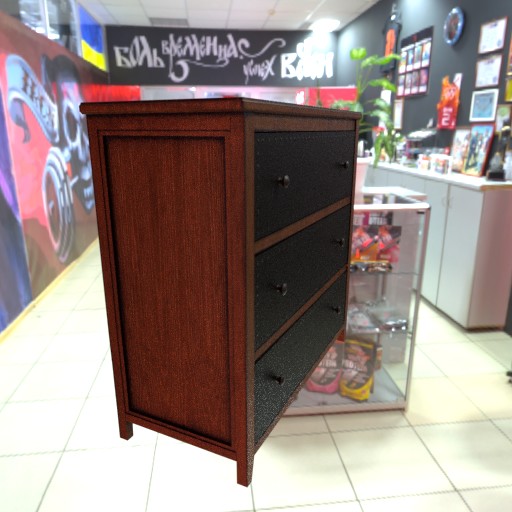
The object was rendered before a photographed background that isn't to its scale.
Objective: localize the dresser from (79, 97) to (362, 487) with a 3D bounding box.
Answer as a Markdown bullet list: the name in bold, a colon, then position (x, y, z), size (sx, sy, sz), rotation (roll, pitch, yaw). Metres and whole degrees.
- **dresser**: position (0.000, 0.000, 1.935), size (0.591, 1.224, 1.250), rotation (8, 18, 25)
